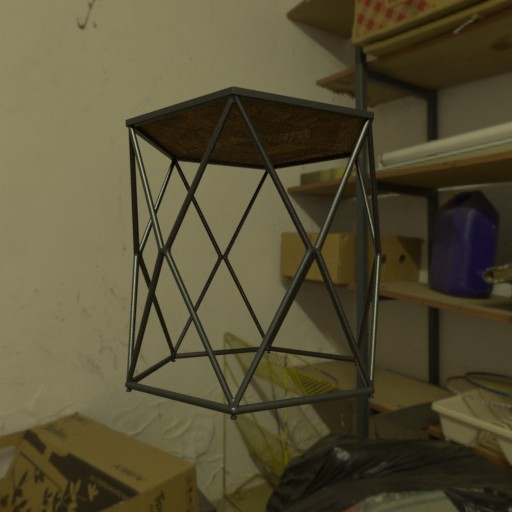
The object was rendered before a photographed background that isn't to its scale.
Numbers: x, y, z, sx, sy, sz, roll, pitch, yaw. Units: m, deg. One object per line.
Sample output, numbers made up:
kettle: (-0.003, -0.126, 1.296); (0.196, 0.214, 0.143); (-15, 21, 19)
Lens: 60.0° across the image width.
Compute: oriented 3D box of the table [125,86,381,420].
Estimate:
table: (0.000, 0.000, 1.040); (0.578, 0.564, 0.579); (-1, -2, 36)
